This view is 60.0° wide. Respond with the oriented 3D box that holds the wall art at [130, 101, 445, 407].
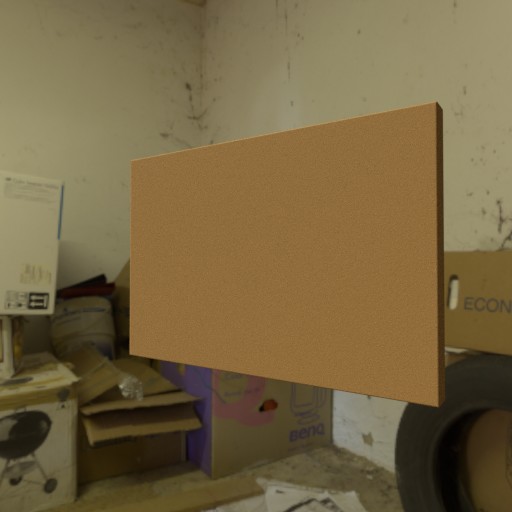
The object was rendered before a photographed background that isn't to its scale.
[{"bbox_3d":[0.000,0.000,0.776,0.609,0.407,0.039,-1,-1,34],"label":"wall art"}]
